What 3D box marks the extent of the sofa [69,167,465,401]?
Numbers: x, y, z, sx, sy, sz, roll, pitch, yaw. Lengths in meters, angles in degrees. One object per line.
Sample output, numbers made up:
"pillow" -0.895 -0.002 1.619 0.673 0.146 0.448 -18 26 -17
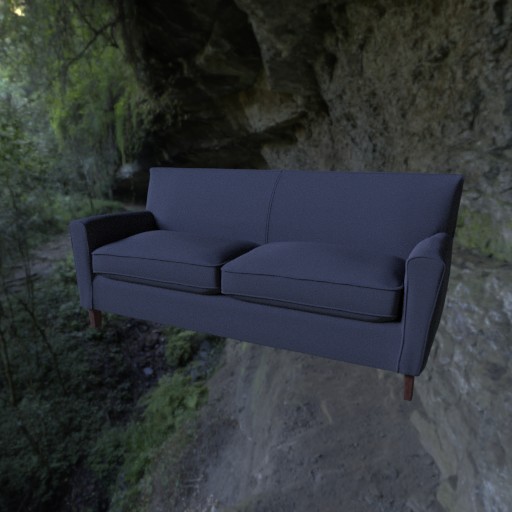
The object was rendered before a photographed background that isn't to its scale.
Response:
"sofa" 0.000 0.000 2.453 2.002 0.907 0.843 7 15 25
